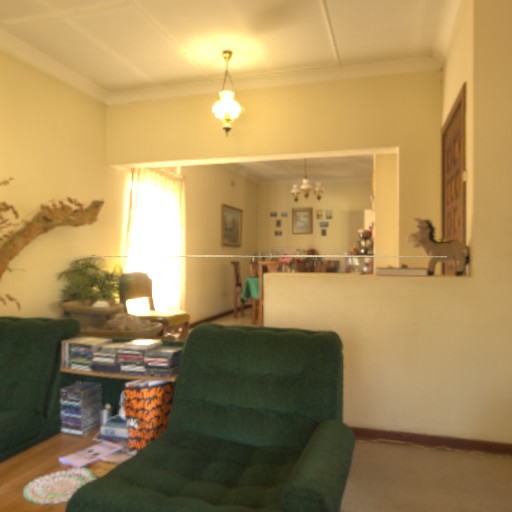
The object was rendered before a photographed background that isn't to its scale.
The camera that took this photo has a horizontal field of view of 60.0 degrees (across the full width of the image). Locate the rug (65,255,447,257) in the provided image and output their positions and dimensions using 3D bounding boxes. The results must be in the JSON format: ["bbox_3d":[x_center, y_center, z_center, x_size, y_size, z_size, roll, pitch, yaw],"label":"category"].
[{"bbox_3d":[0.000,0.000,2.979,1.519,0.003,2.453,0,0,0],"label":"rug"}]
